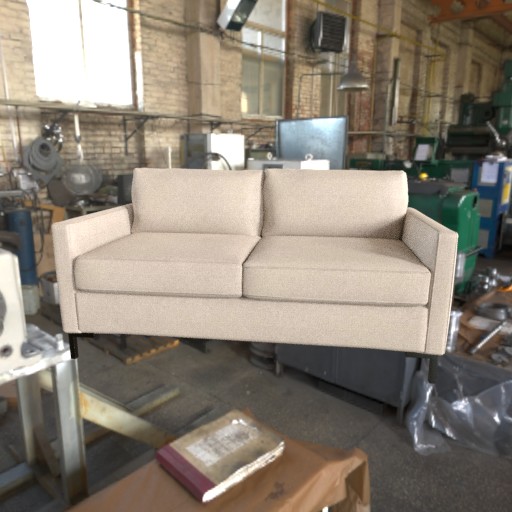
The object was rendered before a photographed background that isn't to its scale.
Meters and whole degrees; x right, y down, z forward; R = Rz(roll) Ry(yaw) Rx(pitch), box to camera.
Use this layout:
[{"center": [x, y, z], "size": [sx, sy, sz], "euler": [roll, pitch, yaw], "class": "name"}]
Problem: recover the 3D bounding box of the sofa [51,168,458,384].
[{"center": [0.000, 0.000, 2.207], "size": [1.682, 0.840, 0.875], "euler": [2, 13, 8], "class": "sofa"}]
